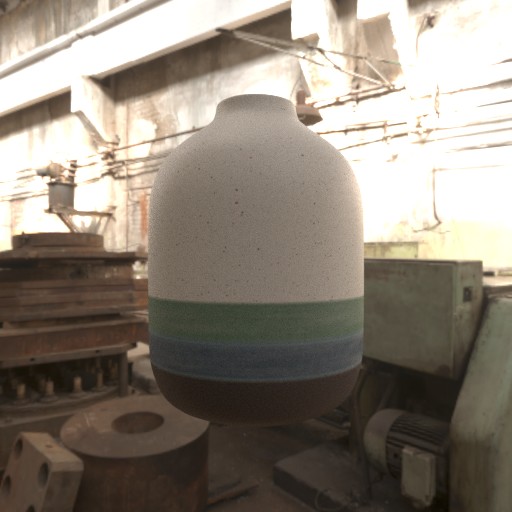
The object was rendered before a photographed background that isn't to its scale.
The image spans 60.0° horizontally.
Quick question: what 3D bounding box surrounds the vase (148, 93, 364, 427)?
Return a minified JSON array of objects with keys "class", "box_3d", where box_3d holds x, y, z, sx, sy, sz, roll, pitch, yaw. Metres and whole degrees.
[{"class":"vase","box_3d":[0.000,0.000,0.358,0.169,0.240,0.169,0,0,0]}]
